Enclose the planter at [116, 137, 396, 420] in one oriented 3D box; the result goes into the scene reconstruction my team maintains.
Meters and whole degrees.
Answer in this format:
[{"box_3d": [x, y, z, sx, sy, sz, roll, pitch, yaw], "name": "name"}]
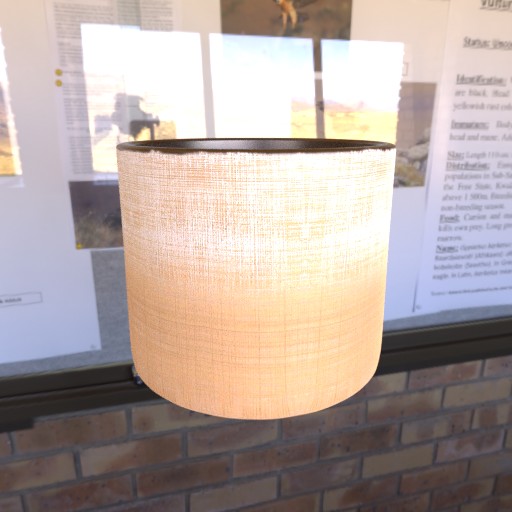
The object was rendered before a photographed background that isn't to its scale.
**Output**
[{"box_3d": [0.000, 0.000, 0.442, 0.254, 0.221, 0.254, 0, 17, 0], "name": "planter"}]
